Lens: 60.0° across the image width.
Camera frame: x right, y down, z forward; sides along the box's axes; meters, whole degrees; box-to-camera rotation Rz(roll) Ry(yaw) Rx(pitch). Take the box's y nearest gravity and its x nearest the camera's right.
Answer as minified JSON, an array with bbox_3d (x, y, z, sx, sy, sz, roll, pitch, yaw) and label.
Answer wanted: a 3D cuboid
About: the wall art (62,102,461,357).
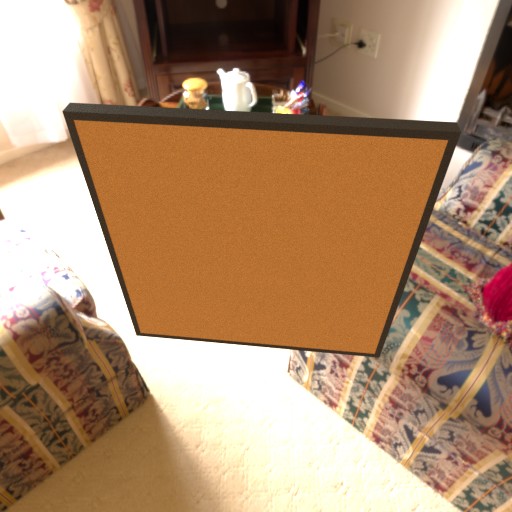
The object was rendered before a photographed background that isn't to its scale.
[{"bbox_3d":[0.000,0.000,1.126,0.763,0.763,0.038,4,45,4],"label":"wall art"}]
